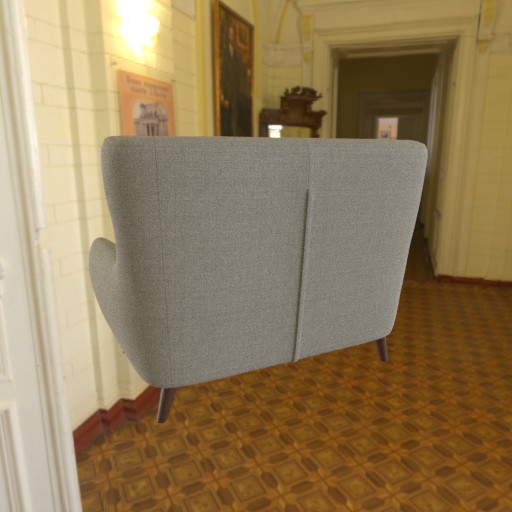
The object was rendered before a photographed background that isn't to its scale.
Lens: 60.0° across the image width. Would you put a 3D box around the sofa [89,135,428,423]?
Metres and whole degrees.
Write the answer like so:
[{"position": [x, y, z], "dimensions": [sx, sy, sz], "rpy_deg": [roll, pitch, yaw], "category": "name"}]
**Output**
[{"position": [0.000, 0.000, 2.024], "dimensions": [1.386, 1.028, 0.884], "rpy_deg": [-7, 15, -26], "category": "sofa"}]
